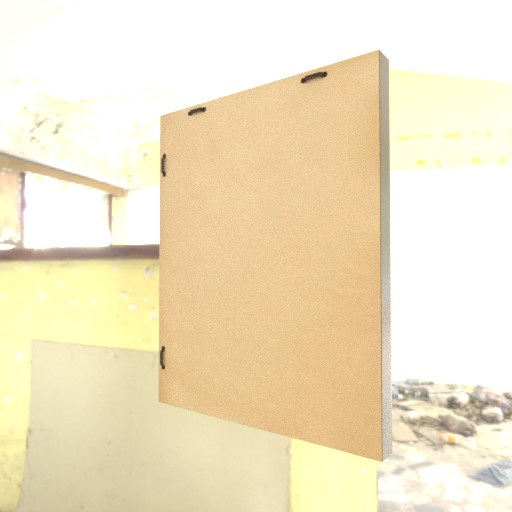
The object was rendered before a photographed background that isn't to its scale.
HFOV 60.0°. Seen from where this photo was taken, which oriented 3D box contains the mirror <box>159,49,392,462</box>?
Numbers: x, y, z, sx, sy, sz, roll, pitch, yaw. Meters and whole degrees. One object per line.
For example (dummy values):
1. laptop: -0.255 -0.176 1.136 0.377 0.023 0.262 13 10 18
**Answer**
1. mirror: 0.000 0.000 0.679 0.406 0.509 0.041 -1 -2 37
